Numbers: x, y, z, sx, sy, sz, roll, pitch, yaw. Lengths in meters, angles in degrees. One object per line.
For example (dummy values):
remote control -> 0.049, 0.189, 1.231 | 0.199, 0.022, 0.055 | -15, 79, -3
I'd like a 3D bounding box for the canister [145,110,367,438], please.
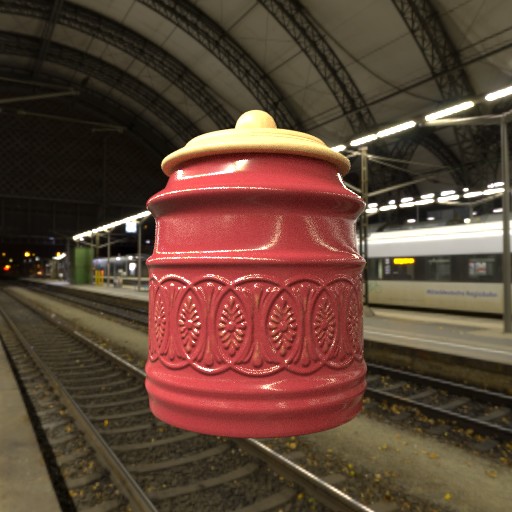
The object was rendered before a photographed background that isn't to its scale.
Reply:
canister -> 0.000, 0.000, 0.269 | 0.130, 0.176, 0.130 | 0, -2, 0
